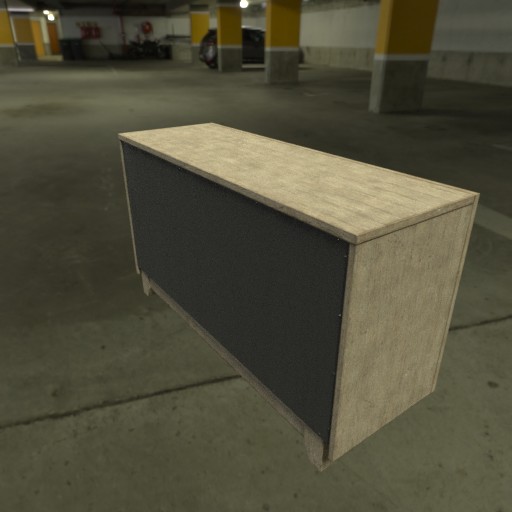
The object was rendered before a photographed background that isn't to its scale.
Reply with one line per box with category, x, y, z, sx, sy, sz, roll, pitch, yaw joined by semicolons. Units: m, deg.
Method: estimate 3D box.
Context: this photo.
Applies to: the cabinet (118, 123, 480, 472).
cabinet;0.000;0.000;1.827;0.511;0.825;1.460;-18;31;-32
